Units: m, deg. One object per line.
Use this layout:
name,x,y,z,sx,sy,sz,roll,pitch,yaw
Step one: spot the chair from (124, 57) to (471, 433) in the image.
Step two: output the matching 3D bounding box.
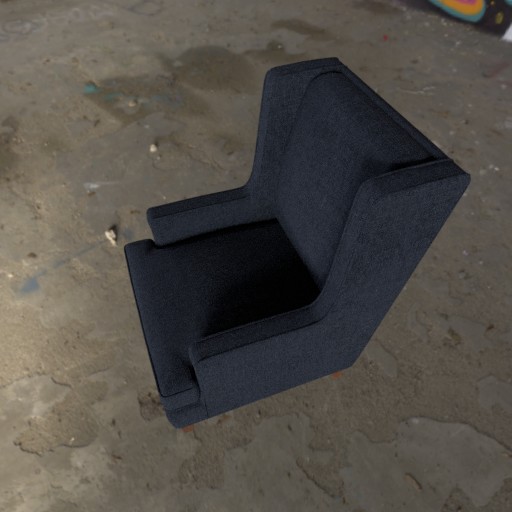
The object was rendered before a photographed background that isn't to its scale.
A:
chair,0.000,0.000,1.679,0.947,1.072,0.764,-16,50,-14
